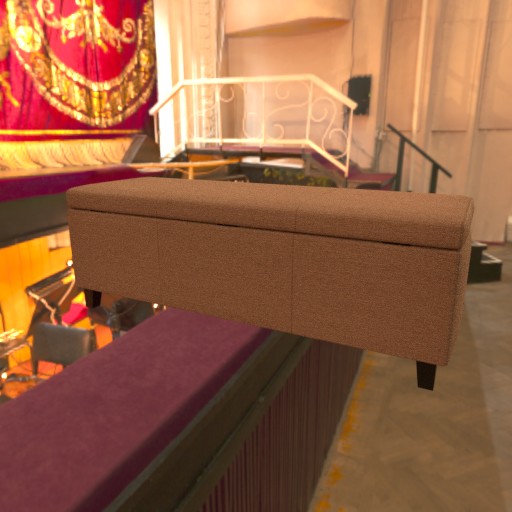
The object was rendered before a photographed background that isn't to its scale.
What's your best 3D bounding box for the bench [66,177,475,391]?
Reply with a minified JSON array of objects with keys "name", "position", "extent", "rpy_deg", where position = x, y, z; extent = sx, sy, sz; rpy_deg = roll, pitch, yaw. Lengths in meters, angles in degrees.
[{"name":"bench","position":[0.000,0.000,1.468],"extent":[1.269,0.438,0.446],"rpy_deg":[8,18,26]}]
